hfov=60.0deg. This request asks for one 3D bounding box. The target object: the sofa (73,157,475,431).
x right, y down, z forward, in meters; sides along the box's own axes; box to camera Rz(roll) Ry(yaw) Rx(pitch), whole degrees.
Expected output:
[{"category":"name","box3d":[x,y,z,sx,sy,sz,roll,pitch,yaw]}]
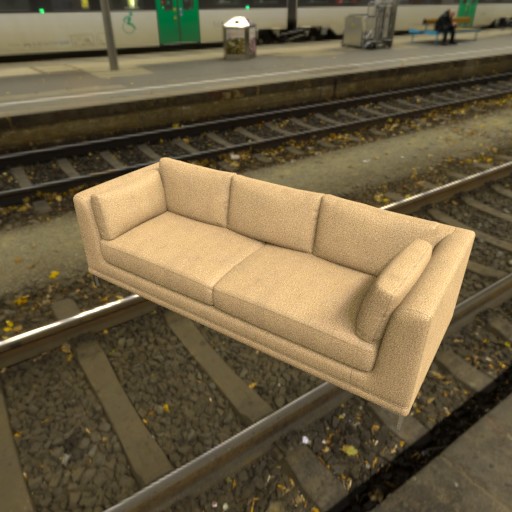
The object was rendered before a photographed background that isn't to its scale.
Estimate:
[{"category":"sofa","box3d":[0.000,0.000,2.949,2.415,0.867,0.969,19,35,29]}]
